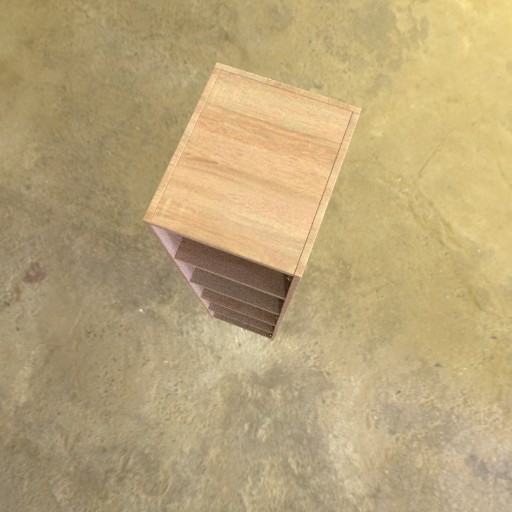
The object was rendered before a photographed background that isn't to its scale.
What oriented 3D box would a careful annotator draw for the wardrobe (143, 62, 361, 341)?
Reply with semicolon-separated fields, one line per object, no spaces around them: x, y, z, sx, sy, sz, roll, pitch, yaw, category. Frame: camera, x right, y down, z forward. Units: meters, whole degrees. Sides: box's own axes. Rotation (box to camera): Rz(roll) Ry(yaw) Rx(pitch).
0.000;0.000;2.372;0.496;2.117;0.588;20;75;5;wardrobe
